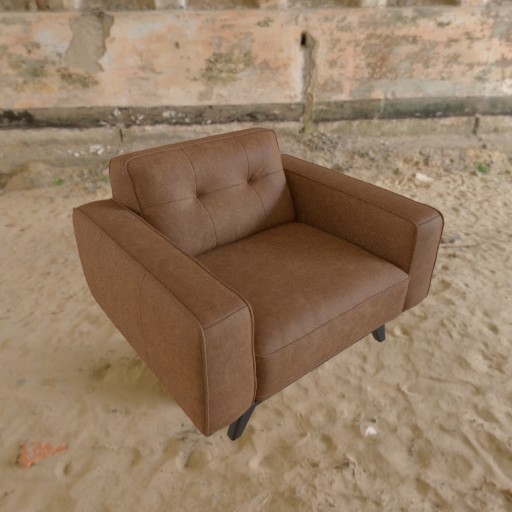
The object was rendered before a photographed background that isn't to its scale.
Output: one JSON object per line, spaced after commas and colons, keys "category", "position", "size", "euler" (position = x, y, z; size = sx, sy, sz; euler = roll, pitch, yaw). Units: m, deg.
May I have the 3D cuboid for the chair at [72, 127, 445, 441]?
{"category": "chair", "position": [0.000, 0.000, 1.756], "size": [1.118, 0.782, 0.952], "euler": [-22, 37, -33]}
